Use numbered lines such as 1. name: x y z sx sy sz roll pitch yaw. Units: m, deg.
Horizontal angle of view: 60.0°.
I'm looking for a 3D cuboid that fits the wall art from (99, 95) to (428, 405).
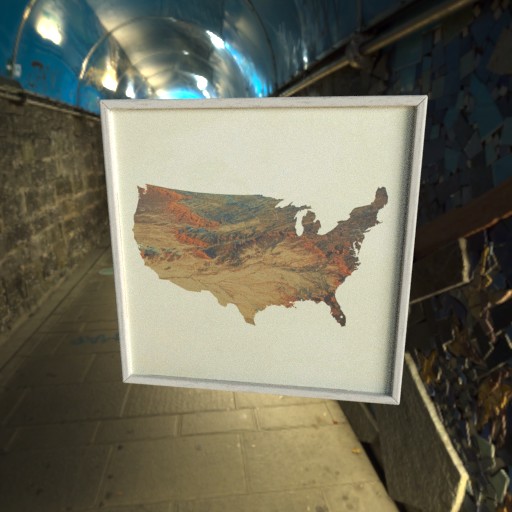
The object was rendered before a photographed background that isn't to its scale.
1. wall art: 0.000 0.000 1.917 1.287 1.288 0.078 2 15 8
